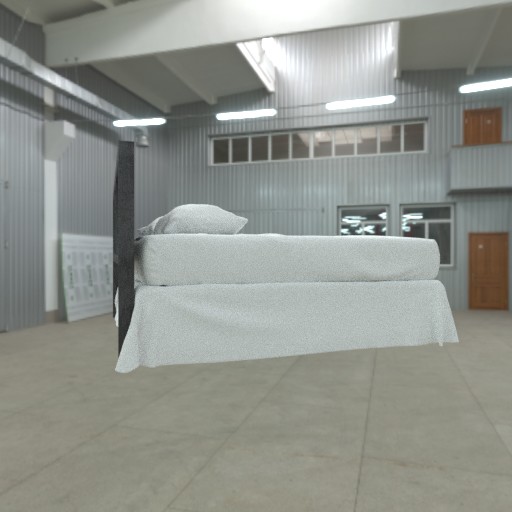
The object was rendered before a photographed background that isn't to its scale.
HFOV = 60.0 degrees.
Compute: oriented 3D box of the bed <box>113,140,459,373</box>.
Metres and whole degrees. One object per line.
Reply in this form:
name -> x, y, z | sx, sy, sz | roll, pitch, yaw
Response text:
bed -> 0.000, 0.000, 3.507 | 2.165, 1.158, 2.255 | 0, 0, -19
